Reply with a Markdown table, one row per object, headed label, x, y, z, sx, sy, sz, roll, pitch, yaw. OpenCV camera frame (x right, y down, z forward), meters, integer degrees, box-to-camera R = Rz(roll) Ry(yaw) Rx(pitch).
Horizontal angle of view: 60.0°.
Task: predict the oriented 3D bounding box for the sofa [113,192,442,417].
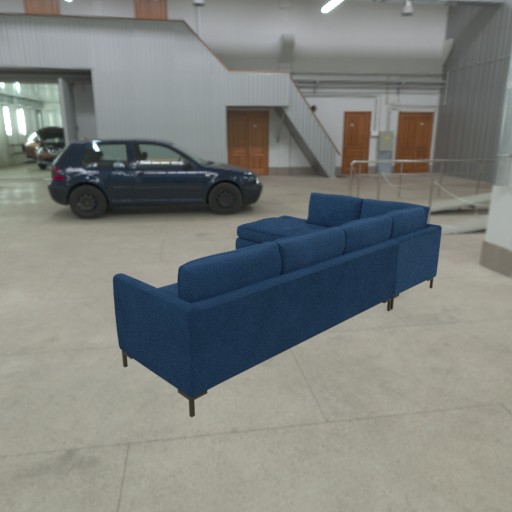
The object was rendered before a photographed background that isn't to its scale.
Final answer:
| label | x | y | z | sx | sy | sz | roll | pitch | yaw |
| --- | --- | --- | --- | --- | --- | --- | --- | --- | --- |
| sofa | 0.000 | 0.000 | 3.875 | 2.949 | 0.815 | 2.007 | -15 | 22 | -42 |
